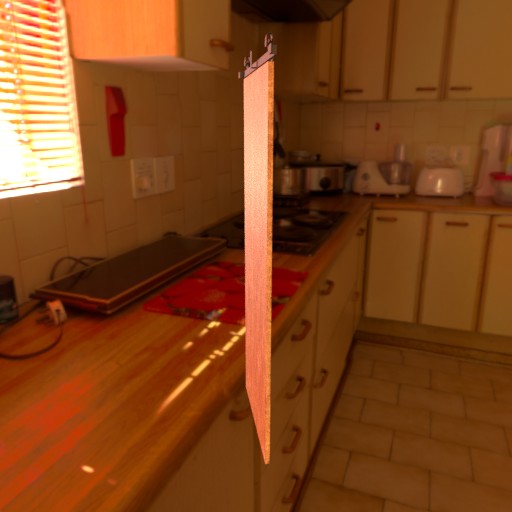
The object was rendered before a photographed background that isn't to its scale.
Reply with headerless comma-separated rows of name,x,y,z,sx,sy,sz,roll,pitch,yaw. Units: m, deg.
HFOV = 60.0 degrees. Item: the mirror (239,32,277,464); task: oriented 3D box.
mirror,0.000,0.000,2.069,0.042,1.793,0.847,-3,17,-9
